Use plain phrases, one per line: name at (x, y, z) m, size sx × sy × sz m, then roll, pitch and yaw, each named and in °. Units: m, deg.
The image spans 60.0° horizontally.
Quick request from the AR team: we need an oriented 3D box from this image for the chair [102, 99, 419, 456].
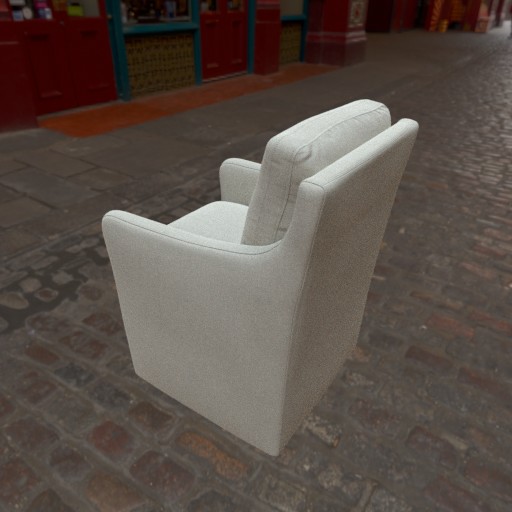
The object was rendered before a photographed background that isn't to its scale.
chair at (0.000, 0.000, 1.374) m, size 0.694 × 0.914 × 0.626 m, roll 19°, pitch 36°, yaw 29°
